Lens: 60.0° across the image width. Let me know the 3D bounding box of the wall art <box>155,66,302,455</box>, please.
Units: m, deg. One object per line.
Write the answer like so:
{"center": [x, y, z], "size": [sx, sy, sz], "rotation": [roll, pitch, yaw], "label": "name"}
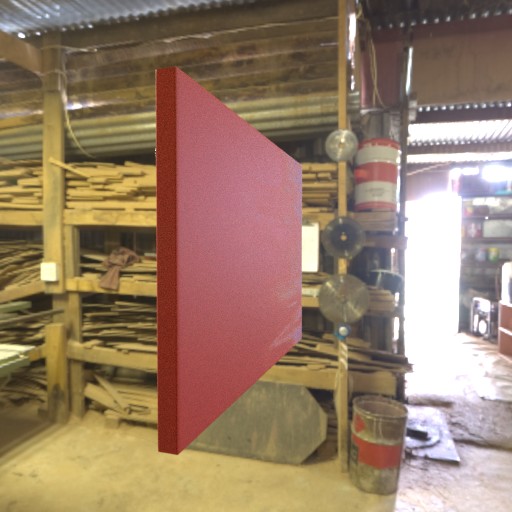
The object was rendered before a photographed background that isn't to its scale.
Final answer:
{"center": [0.000, 0.000, 1.128], "size": [0.040, 0.609, 0.913], "rotation": [0, 2, 18], "label": "wall art"}
